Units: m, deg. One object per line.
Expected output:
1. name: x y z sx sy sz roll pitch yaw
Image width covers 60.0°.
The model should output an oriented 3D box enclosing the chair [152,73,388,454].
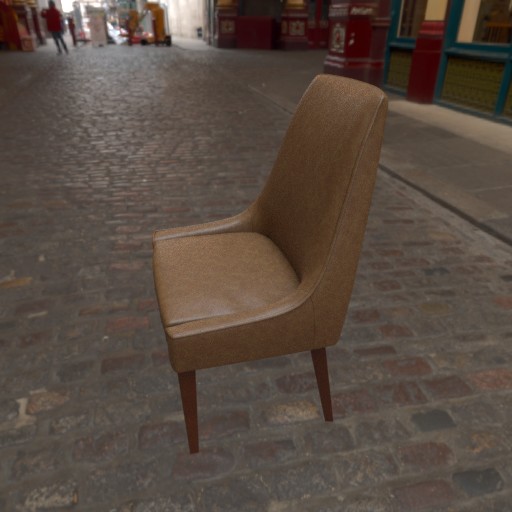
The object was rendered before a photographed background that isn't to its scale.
1. chair: 0.000 0.000 1.186 0.544 0.861 0.529 -7 30 -13
